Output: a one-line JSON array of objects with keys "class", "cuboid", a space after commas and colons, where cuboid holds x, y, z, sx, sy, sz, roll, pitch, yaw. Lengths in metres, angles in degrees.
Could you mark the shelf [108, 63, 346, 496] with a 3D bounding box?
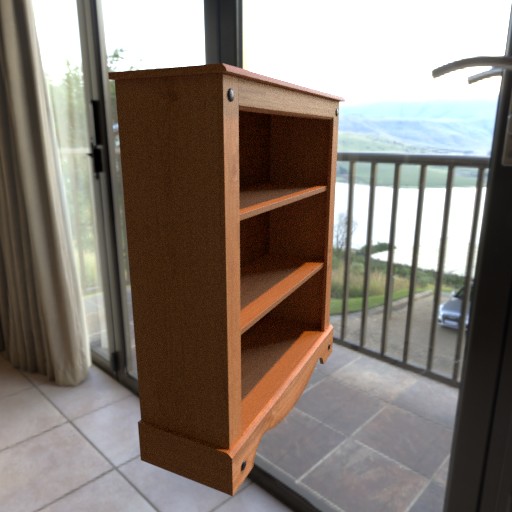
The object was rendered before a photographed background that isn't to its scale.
[{"class": "shelf", "cuboid": [0.000, 0.000, 1.375, 0.291, 0.980, 0.840, 7, 17, 25]}]
